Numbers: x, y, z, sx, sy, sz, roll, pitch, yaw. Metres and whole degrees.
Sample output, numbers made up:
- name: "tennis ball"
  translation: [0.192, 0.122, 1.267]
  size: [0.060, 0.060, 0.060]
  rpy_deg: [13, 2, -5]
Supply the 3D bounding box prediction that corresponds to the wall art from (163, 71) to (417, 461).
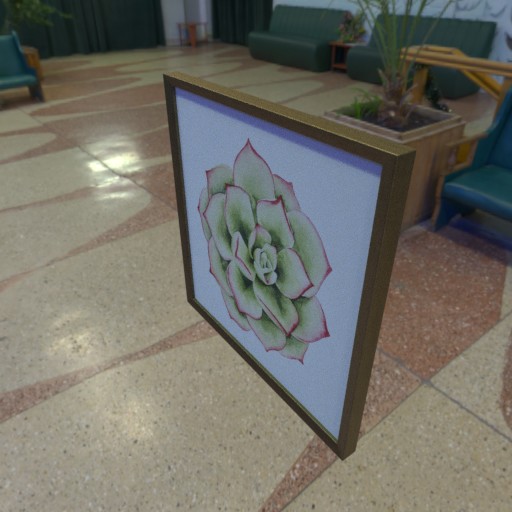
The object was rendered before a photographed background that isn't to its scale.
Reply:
- name: "wall art"
  translation: [0.000, 0.000, 0.745]
  size: [0.031, 0.506, 0.503]
  rpy_deg: [-22, 39, -30]
